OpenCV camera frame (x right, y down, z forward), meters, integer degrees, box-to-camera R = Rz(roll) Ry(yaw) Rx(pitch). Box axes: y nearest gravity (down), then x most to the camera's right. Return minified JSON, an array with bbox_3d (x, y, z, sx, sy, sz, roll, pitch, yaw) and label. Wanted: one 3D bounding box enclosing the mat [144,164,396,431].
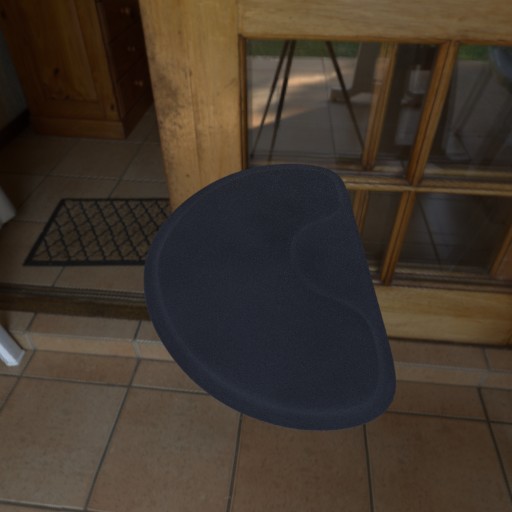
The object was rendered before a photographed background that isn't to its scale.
[{"bbox_3d":[0.000,0.000,1.849,0.913,0.013,1.524,0,41,0],"label":"mat"}]
